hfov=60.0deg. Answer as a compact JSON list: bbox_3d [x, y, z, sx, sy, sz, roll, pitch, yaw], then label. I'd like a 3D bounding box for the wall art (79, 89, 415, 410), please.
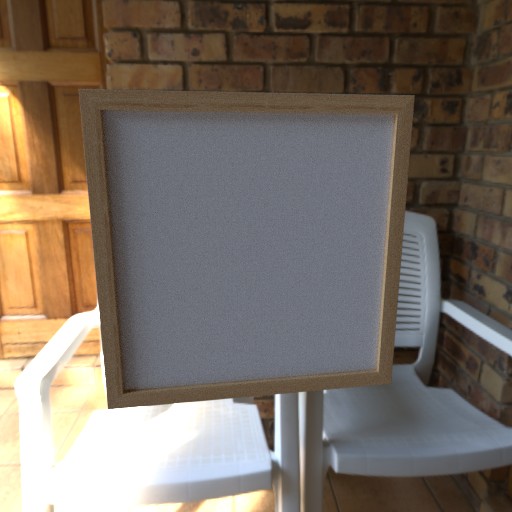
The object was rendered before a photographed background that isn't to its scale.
[{"bbox_3d":[0.000,0.000,1.099,0.762,0.762,0.027,-2,14,-9],"label":"wall art"}]
